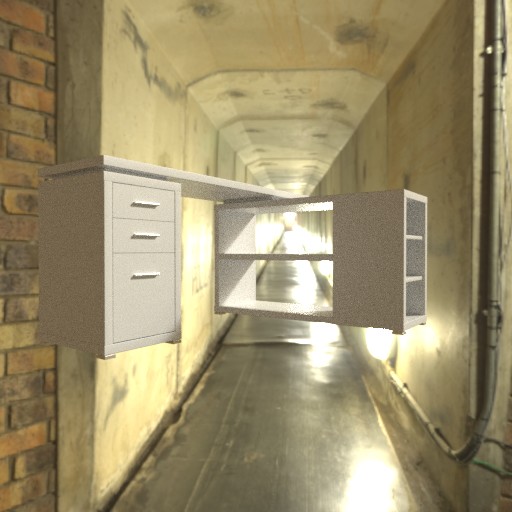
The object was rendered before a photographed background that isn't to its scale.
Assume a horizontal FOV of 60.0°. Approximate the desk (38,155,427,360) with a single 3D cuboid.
[{"bbox_3d":[0.000,0.000,2.160,1.200,0.753,1.524,0,1,36],"label":"desk"}]
